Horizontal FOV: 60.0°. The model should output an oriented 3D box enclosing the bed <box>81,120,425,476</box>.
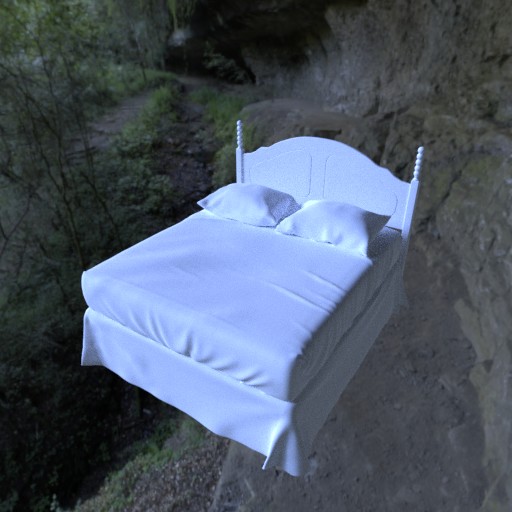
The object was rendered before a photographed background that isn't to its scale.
[{"bbox_3d":[0.000,0.000,3.177,1.873,1.356,2.040,17,34,28],"label":"bed"}]
